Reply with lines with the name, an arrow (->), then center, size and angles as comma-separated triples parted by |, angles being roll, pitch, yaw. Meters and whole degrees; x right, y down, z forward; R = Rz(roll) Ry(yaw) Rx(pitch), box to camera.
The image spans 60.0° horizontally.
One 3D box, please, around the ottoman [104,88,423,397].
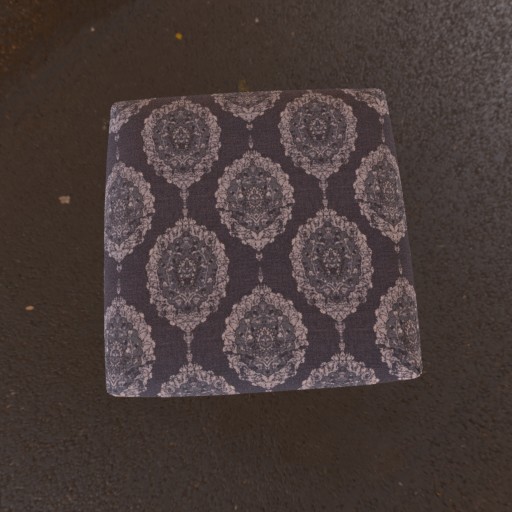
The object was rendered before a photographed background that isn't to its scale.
ottoman -> 0.000, 0.000, 0.907 | 0.497, 0.475, 0.507 | -3, 78, -1
